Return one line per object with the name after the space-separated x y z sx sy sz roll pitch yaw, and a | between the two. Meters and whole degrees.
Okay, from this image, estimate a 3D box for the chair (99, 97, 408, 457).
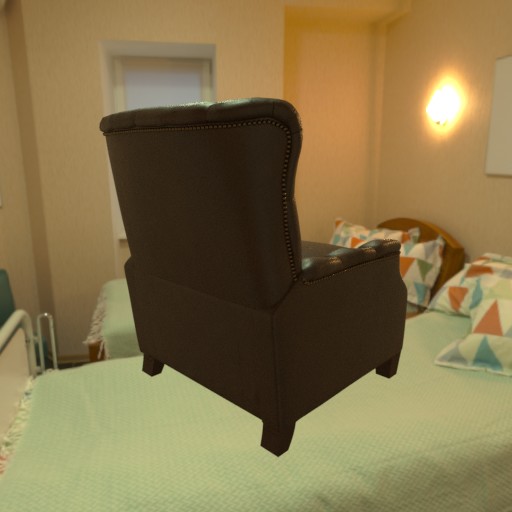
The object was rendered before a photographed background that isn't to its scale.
0.000 0.000 1.421 0.823 0.864 0.709 -13 18 -44 | chair
